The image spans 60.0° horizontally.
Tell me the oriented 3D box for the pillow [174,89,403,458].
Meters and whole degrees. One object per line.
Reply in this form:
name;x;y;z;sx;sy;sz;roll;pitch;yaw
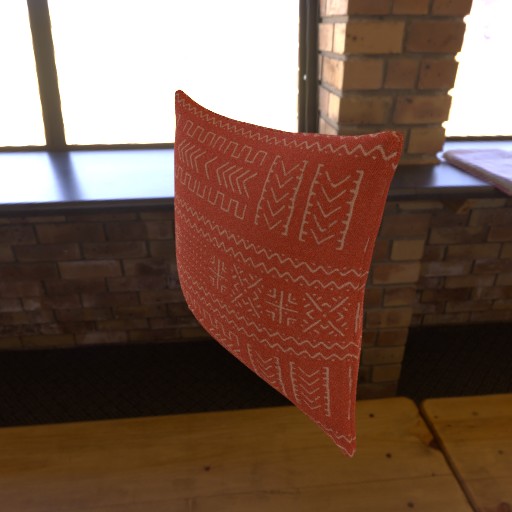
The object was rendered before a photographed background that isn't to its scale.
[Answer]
pillow;0.000;0.000;0.650;0.164;0.429;0.438;-19;33;-32
